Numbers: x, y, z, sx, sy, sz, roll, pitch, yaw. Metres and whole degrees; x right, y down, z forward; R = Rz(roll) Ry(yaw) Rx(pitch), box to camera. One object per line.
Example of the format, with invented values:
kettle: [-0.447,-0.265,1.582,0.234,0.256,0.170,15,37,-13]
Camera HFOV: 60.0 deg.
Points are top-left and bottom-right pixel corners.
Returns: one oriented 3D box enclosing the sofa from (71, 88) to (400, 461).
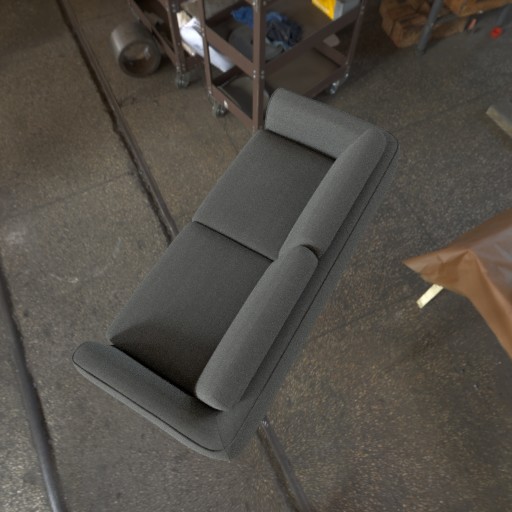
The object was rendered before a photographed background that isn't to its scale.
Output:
sofa: [0.000,0.000,2.466,0.920,0.850,2.000,28,67,13]
